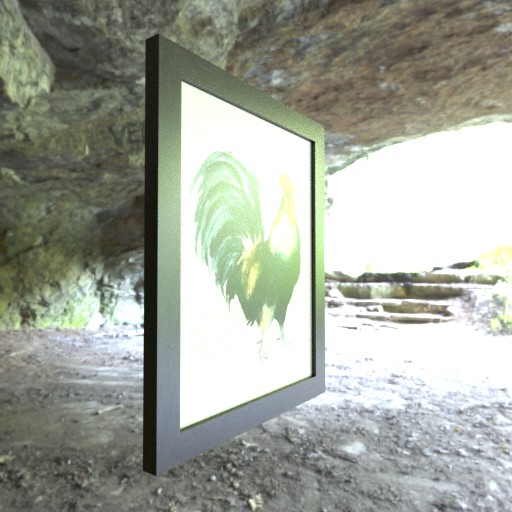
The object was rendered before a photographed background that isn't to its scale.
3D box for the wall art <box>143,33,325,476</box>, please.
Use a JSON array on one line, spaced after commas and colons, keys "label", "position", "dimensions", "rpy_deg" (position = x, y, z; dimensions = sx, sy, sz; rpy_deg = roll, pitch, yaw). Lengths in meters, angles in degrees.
[{"label": "wall art", "position": [0.000, 0.000, 0.782], "dimensions": [0.027, 0.580, 0.479], "rpy_deg": [-1, -2, 36]}]
